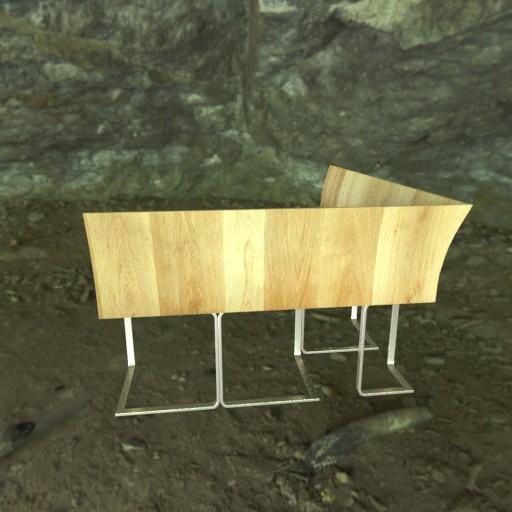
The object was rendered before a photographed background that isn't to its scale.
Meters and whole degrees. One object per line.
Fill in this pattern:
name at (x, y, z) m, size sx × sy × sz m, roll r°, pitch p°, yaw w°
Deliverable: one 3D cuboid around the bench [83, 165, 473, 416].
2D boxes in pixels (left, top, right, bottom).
bench at (0.000, 0.000, 2.730) m, size 1.495 × 0.930 × 1.945 m, roll -2°, pitch 16°, yaw -7°
